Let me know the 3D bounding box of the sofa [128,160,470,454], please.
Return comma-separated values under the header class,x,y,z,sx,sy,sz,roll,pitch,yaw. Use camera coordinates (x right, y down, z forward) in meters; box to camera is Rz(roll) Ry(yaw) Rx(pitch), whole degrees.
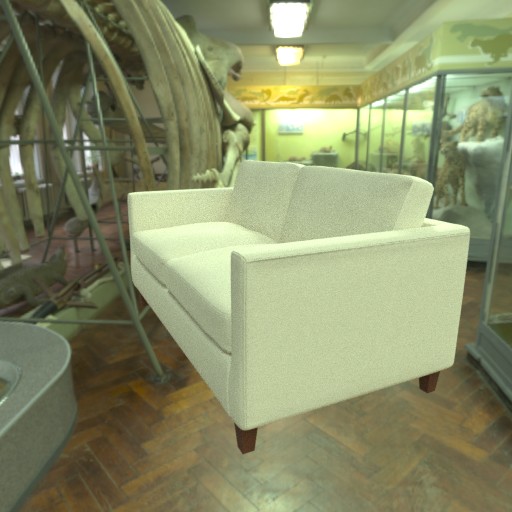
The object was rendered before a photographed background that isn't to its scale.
class,x,y,z,sx,sy,sz,roll,pitch,yaw
sofa,0.000,0.000,2.205,0.964,0.888,1.702,-7,16,-25
